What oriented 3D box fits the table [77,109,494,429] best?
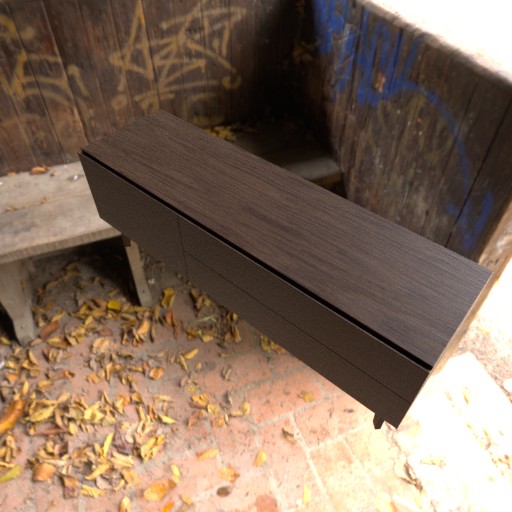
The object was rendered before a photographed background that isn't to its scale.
[{"bbox_3d":[0.000,0.000,1.624,1.397,0.508,0.405,32,54,26],"label":"table"}]
